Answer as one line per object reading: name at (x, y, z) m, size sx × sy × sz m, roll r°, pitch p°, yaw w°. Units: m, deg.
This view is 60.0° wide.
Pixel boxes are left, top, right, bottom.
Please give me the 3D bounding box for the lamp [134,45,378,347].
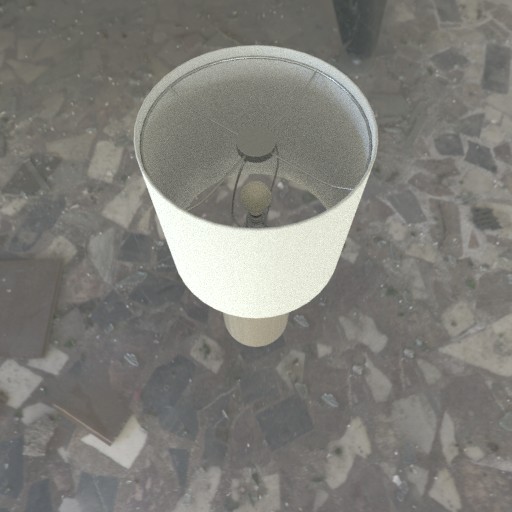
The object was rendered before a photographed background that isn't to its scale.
lamp at (0.000, 0.000, 0.605) m, size 0.212 × 0.493 × 0.212 m, roll 33°, pitch 67°, yaw 16°
